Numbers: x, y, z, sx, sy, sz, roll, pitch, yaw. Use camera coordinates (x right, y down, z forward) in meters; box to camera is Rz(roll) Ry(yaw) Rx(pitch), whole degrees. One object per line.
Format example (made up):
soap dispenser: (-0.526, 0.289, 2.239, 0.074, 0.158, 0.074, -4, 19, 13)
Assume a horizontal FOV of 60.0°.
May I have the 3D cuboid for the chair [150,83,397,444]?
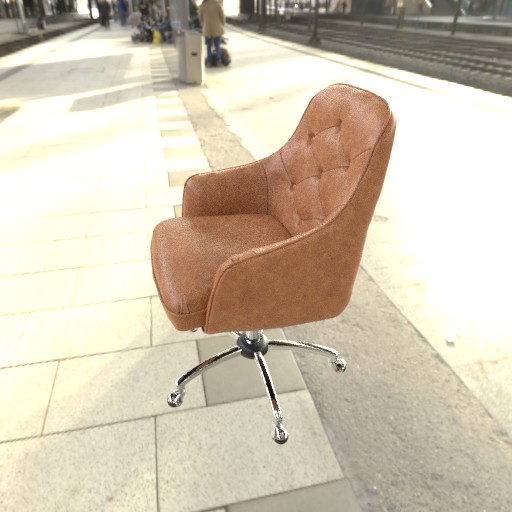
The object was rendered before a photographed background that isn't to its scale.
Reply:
chair: (0.000, 0.000, 1.301, 0.615, 0.909, 0.628, -7, 31, -13)
